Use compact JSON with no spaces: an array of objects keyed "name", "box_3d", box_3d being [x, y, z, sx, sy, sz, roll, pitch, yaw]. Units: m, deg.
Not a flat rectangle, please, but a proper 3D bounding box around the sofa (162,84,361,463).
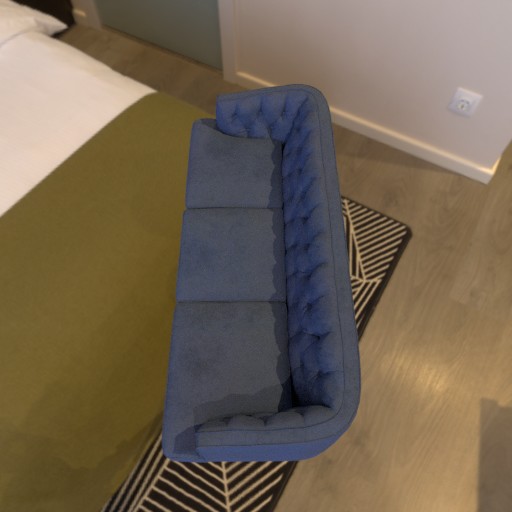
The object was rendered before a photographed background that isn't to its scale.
[{"name":"sofa","box_3d":[0.000,0.000,2.705,0.941,0.855,2.278,0,60,0]}]
